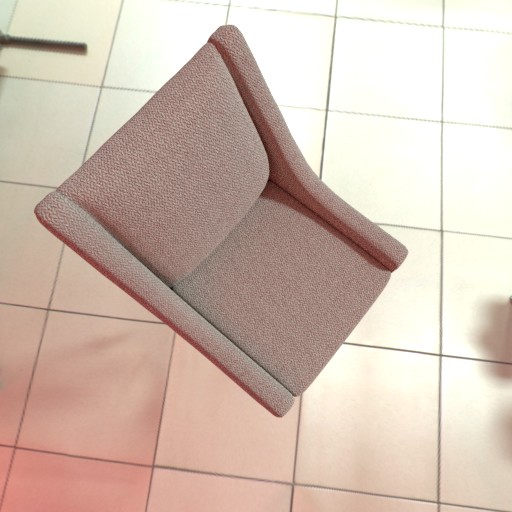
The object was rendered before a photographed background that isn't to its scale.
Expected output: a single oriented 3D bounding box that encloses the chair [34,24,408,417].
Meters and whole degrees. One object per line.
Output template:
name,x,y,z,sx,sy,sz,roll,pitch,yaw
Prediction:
chair,0.000,0.000,1.580,0.870,1.014,0.774,39,78,10
